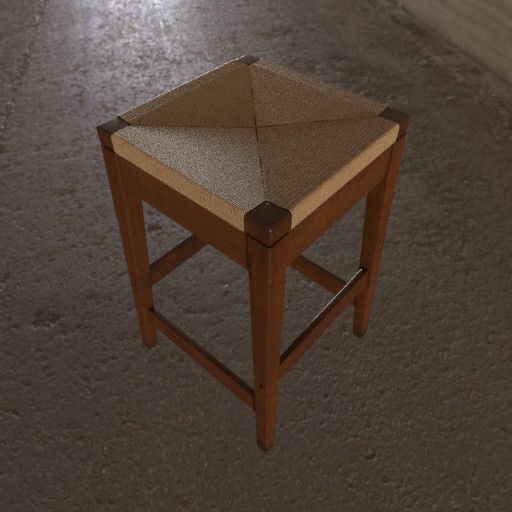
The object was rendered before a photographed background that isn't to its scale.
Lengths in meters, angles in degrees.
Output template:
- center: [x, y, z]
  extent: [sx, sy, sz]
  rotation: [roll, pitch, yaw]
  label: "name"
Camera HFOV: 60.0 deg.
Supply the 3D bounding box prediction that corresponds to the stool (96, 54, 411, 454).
- center: [0.000, 0.000, 1.119]
  extent: [0.507, 0.762, 0.497]
  rotation: [33, 55, 27]
  label: "stool"
